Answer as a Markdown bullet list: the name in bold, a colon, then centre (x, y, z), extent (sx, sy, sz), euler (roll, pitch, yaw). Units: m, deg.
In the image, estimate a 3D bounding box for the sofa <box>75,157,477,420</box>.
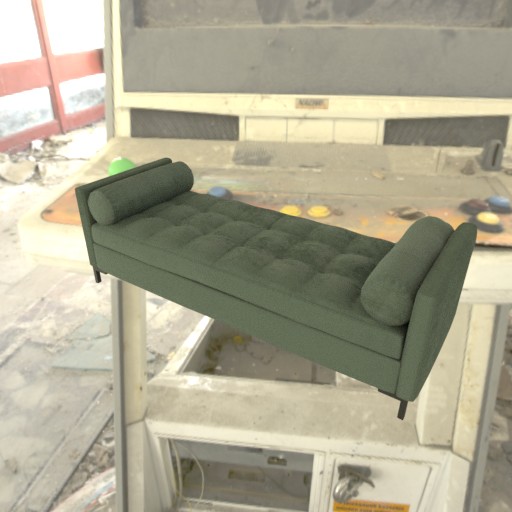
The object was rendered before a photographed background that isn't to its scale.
- **sofa**: centre (0.000, 0.000, 2.545), extent (2.130, 0.681, 0.817), euler (18, 33, 29)
